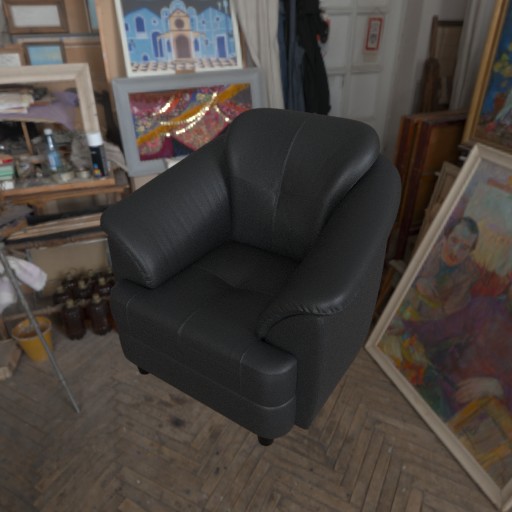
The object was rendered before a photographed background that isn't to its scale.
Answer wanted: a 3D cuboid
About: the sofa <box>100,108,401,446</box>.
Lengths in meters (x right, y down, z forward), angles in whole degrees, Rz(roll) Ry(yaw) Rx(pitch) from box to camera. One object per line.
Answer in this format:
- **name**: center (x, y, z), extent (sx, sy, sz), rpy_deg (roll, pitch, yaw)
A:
- **sofa**: center (0.000, 0.000, 1.503), extent (0.870, 0.811, 0.794), rpy_deg (19, 36, 29)
